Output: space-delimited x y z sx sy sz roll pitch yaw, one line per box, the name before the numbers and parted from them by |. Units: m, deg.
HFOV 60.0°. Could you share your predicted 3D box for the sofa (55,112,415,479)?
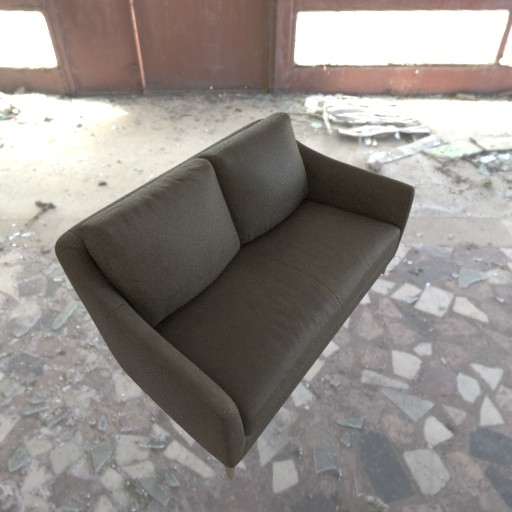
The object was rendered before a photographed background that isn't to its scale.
sofa | 0.000 0.000 2.151 0.960 0.902 1.619 26 47 26
